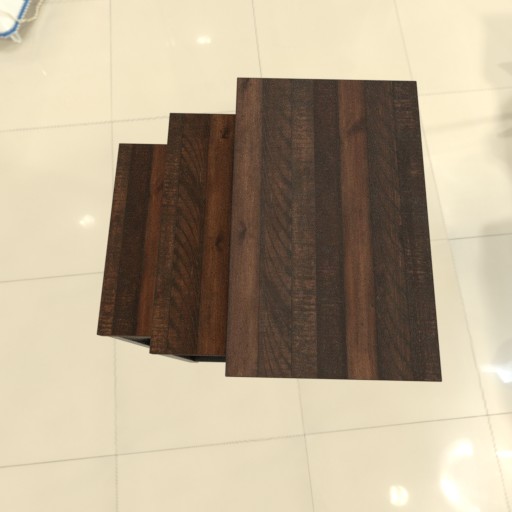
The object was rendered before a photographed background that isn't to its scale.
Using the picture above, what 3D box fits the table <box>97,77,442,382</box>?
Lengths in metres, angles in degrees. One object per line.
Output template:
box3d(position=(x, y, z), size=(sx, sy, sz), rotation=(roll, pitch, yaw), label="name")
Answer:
box3d(position=(0.000, 0.000, 1.146), size=(0.660, 0.616, 0.608), rotation=(1, 75, 0), label="table")
